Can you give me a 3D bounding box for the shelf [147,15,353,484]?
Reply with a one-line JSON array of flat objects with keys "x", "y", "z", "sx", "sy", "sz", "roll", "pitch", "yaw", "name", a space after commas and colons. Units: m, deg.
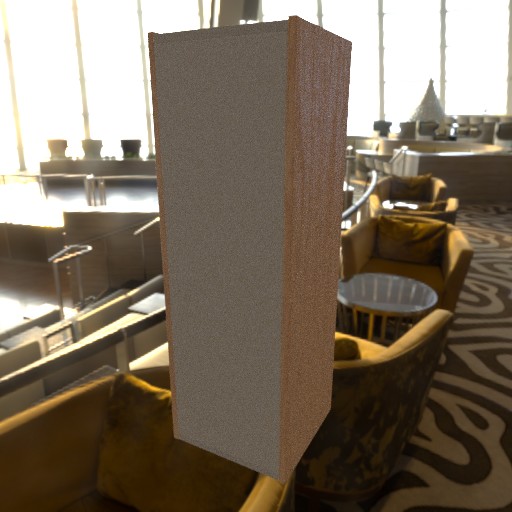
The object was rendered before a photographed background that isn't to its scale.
[{"x": 0.000, "y": 0.000, "z": 1.004, "sx": 0.300, "sy": 0.900, "sz": 0.290, "roll": 9, "pitch": 20, "yaw": 27, "name": "shelf"}]
